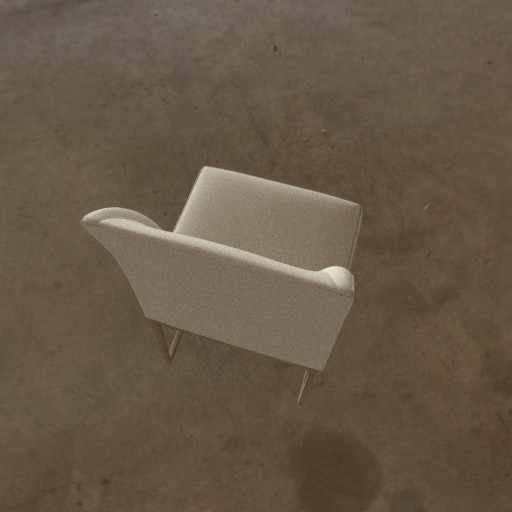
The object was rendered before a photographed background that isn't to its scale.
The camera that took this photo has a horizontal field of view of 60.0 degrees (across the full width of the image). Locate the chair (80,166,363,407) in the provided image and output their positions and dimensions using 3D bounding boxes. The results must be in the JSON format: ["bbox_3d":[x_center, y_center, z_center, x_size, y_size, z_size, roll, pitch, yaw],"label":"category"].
[{"bbox_3d":[0.000,0.000,1.194,0.508,0.863,0.522,15,63,8],"label":"chair"}]
